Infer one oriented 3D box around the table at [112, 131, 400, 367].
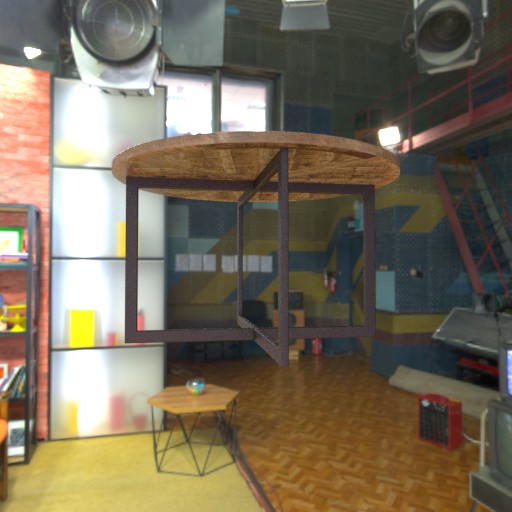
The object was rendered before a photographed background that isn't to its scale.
[{"bbox_3d":[0.000,0.000,2.030,1.264,0.762,1.264,0,-2,0],"label":"table"}]
